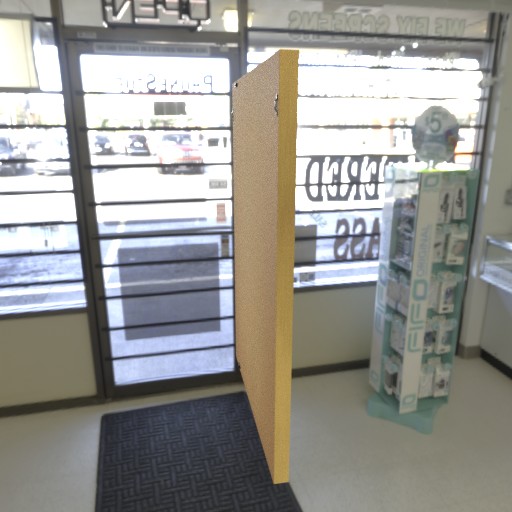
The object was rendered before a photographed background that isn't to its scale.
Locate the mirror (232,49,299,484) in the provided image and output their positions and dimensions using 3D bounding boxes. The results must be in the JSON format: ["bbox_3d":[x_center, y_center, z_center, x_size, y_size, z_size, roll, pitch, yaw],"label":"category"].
[{"bbox_3d":[0.000,0.000,1.180,0.040,0.915,0.609,-3,16,-10],"label":"mirror"}]
